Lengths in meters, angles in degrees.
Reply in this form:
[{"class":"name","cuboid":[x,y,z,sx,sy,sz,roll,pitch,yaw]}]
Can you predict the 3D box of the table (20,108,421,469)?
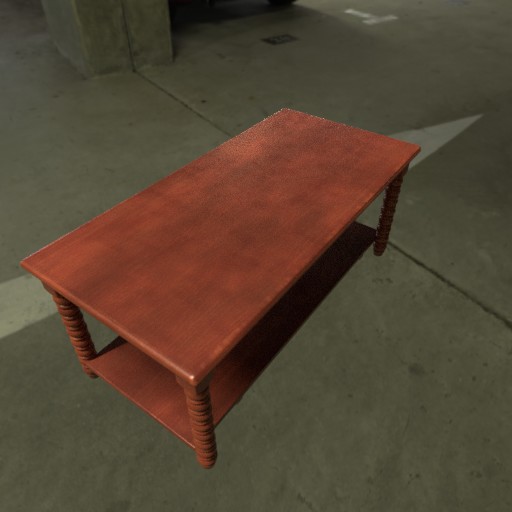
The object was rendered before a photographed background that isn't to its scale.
[{"class":"table","cuboid":[0.000,0.000,1.460,0.580,0.485,1.171,26,47,27]}]
